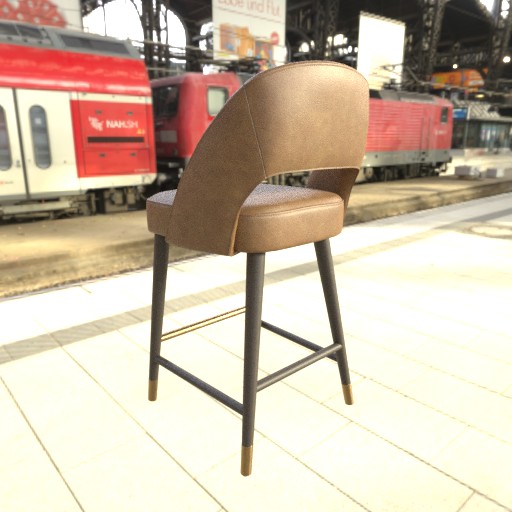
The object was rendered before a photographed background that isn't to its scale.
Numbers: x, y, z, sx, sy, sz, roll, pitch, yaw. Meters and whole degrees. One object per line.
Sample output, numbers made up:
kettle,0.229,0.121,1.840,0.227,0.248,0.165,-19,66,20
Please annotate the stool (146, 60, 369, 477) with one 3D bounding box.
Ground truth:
stool,0.000,0.000,1.225,0.494,0.940,0.509,-14,20,-42
